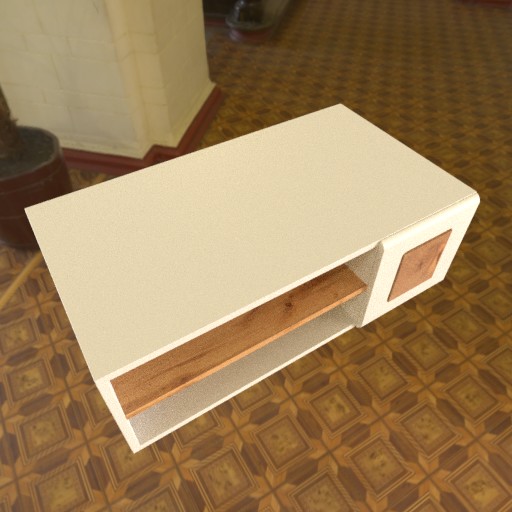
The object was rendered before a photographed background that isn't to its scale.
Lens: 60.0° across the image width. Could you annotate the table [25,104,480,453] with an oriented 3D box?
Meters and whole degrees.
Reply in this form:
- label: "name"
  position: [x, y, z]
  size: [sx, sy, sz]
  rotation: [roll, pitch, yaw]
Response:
- label: "table"
  position: [0.000, 0.000, 1.379]
  size: [1.097, 0.442, 0.639]
  rotation: [-24, 51, -21]
